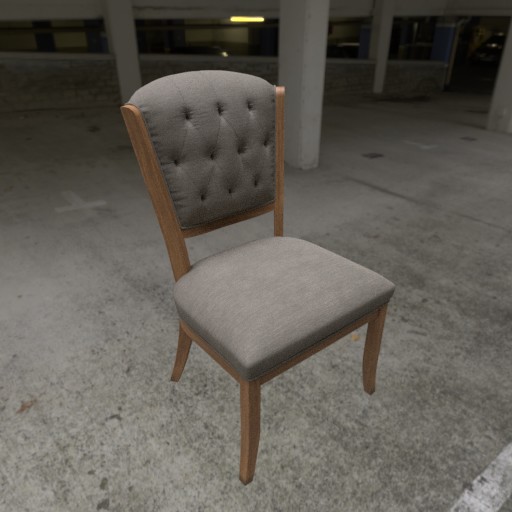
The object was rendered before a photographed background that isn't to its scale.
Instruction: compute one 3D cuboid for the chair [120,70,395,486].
[{"bbox_3d":[0.000,0.000,1.227,0.513,0.905,0.584,-21,35,-33],"label":"chair"}]
